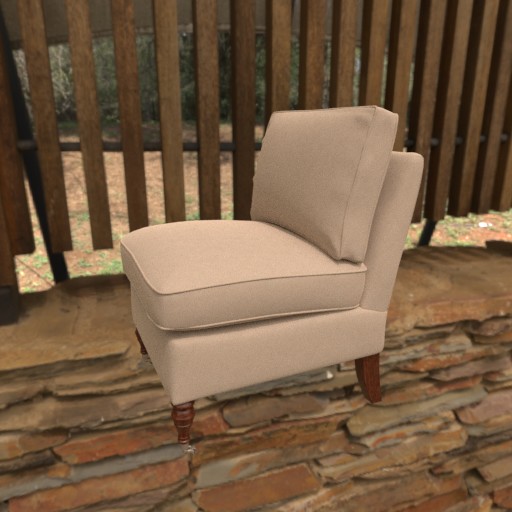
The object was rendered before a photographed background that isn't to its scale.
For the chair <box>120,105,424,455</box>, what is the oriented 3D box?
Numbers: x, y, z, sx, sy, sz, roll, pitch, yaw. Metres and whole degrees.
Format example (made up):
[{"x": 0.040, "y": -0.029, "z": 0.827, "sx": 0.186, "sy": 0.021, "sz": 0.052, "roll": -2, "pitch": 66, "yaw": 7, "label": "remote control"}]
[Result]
[{"x": 0.000, "y": 0.000, "z": 1.661, "sx": 0.912, "sy": 1.052, "sz": 0.724, "roll": -7, "pitch": 18, "yaw": -24, "label": "chair"}]
